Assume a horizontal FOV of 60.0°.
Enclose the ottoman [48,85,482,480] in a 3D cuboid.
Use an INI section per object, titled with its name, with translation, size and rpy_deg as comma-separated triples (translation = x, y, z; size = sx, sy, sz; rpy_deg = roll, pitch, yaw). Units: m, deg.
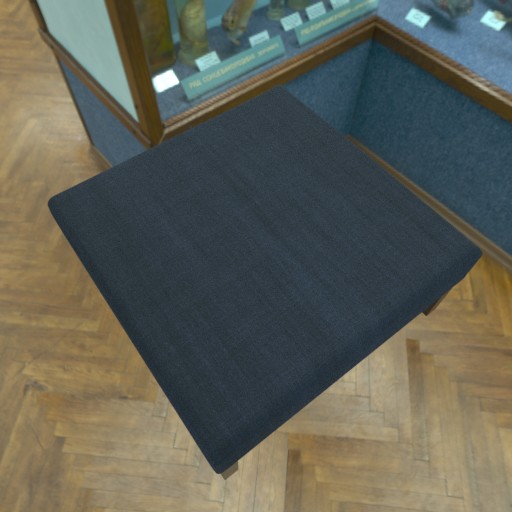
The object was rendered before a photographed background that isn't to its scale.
[ottoman]
translation = 0.000, 0.000, 1.379
size = 0.889, 0.411, 0.890
rpy_deg = -32, 63, -19
